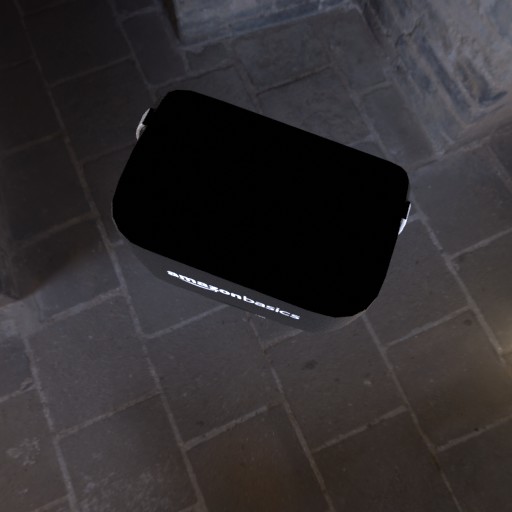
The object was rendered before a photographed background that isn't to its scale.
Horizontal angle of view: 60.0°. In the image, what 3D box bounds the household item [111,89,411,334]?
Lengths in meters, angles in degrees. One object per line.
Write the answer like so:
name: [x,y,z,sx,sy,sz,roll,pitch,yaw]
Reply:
household item: [0.000,0.000,0.145,0.070,0.114,0.038,19,76,5]
